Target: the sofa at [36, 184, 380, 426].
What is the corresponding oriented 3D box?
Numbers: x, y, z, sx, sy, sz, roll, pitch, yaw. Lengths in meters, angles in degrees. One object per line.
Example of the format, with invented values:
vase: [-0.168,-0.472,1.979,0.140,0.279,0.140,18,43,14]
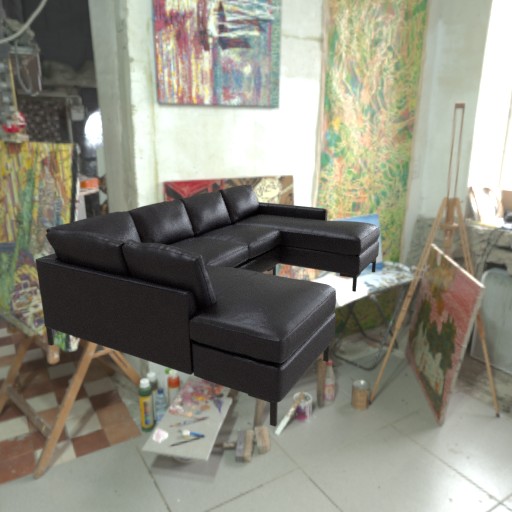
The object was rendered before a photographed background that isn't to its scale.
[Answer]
sofa: [0.000,0.000,3.898,1.939,0.900,2.956,9,19,28]
